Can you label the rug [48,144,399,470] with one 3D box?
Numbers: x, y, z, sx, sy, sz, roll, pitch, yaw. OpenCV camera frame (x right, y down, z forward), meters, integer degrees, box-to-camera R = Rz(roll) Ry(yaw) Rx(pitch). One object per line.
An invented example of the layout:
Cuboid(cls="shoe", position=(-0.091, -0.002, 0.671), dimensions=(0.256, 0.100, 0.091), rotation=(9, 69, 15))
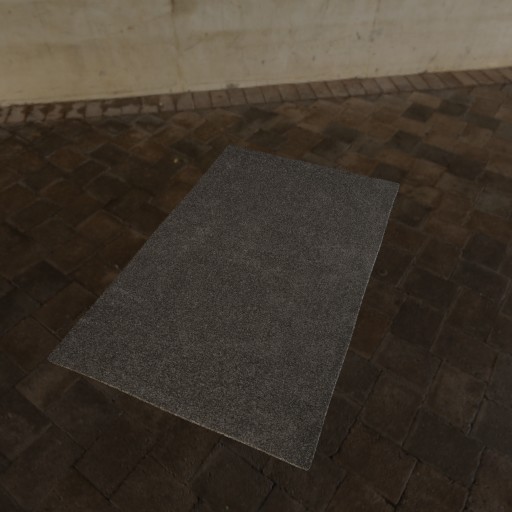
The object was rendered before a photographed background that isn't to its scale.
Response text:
Cuboid(cls="rug", position=(0.000, 0.000, 2.979), dimensions=(1.502, 0.025, 2.350), rotation=(17, 48, 16))
